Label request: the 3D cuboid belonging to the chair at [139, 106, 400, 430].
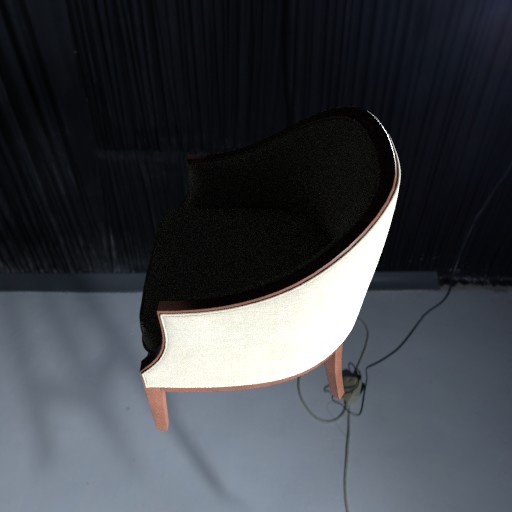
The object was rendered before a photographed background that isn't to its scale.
[{"bbox_3d":[0.000,0.000,1.482,0.735,0.876,0.803,-1,42,-1],"label":"chair"}]
